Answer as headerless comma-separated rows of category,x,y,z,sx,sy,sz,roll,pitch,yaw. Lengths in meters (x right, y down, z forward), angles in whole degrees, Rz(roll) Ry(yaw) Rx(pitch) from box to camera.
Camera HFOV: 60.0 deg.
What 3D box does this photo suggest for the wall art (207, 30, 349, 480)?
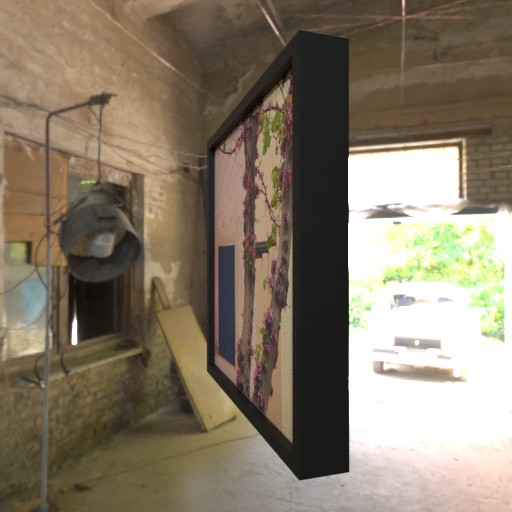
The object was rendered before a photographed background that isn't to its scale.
wall art,0.000,0.000,0.449,0.038,0.304,0.305,0,0,-18
